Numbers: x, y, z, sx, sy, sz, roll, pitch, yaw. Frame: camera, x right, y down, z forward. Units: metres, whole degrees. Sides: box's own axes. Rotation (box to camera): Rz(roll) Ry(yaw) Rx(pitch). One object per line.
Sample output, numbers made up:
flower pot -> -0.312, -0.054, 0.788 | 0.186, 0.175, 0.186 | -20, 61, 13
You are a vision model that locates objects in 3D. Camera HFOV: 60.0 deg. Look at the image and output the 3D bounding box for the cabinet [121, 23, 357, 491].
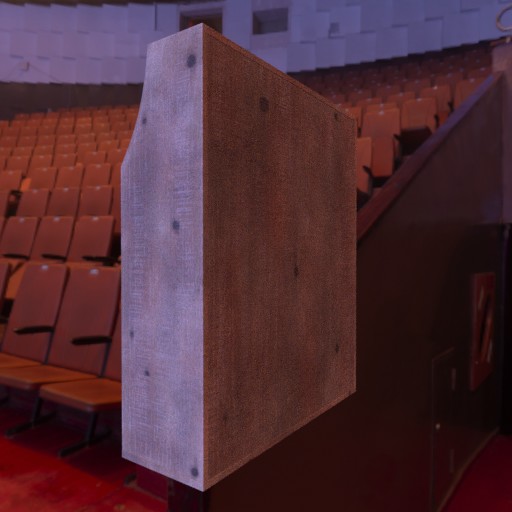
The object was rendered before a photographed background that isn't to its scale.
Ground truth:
cabinet -> 0.000, 0.000, 0.810 | 0.184, 0.590, 0.489 | 1, 1, 35
